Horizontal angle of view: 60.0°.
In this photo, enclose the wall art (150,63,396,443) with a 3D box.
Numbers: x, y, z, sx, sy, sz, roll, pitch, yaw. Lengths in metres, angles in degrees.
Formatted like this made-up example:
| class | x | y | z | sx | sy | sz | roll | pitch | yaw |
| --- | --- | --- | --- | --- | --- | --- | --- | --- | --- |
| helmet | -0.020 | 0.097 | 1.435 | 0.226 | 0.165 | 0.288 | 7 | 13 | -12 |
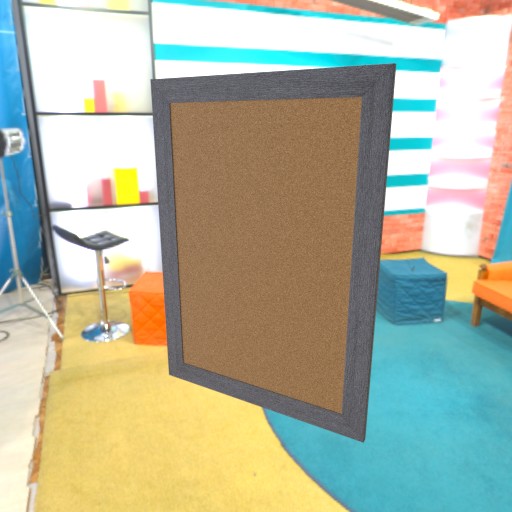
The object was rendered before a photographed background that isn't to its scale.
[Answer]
| class | x | y | z | sx | sy | sz | roll | pitch | yaw |
| --- | --- | --- | --- | --- | --- | --- | --- | --- | --- |
| wall art | 0.000 | 0.000 | 1.393 | 0.768 | 1.070 | 0.020 | 9 | 19 | 29 |
